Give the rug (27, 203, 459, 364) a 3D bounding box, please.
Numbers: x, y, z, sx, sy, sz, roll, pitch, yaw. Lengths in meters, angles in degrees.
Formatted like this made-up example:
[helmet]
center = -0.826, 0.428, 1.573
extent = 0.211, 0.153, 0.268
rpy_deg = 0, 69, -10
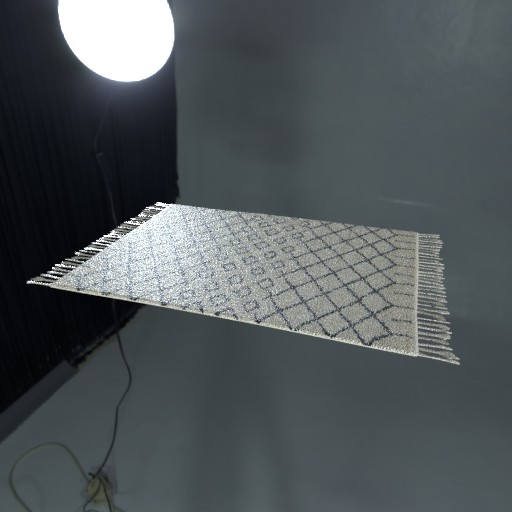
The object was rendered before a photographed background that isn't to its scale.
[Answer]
[rug]
center = 0.000, 0.000, 3.203
extent = 2.615, 0.029, 1.664
rpy_deg = 8, 27, 16
